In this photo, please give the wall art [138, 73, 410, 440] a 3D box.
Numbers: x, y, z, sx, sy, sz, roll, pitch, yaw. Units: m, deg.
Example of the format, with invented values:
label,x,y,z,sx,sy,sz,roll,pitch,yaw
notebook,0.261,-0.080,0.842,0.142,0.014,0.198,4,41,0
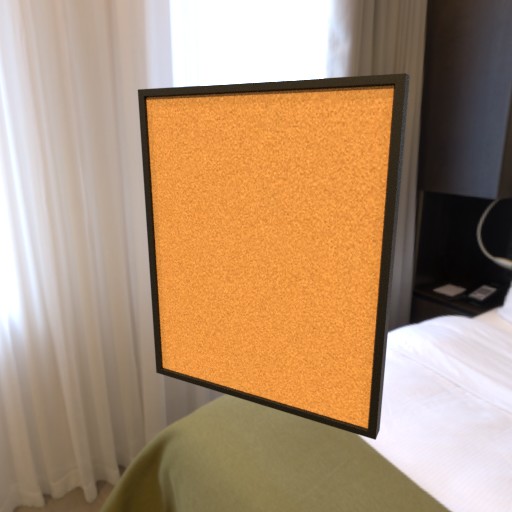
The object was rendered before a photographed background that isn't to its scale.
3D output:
label,x,y,z,sx,sy,sz,roll,pitch,yaw
wall art,0.000,0.000,0.766,0.457,0.559,0.029,8,17,27
